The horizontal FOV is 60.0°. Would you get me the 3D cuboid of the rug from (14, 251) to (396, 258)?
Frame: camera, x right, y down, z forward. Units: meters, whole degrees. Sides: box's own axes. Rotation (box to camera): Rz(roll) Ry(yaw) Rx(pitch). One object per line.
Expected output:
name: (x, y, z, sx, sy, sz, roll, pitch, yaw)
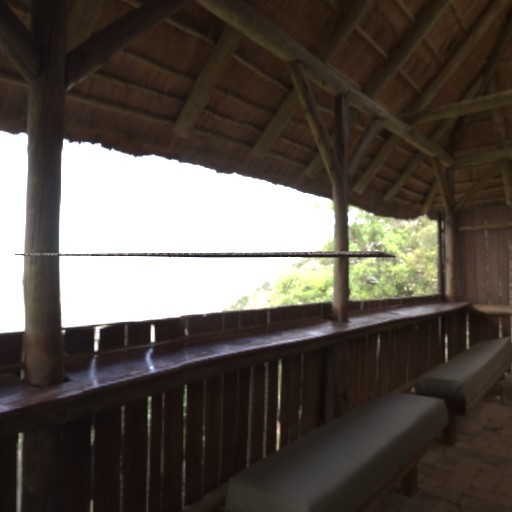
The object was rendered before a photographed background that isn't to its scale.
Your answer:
rug: (0.000, 0.000, 4.165, 2.448, 0.017, 3.204, 0, -1, 19)
